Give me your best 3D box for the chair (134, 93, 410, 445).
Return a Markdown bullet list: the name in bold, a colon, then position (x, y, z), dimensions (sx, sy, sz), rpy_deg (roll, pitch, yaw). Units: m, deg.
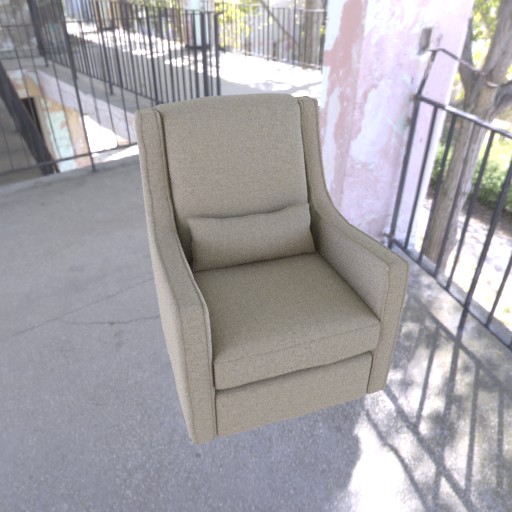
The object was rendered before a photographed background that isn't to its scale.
- **chair**: position (0.000, 0.000, 1.643), dimensions (0.732, 0.993, 0.879), rpy_deg (-11, 34, -16)
